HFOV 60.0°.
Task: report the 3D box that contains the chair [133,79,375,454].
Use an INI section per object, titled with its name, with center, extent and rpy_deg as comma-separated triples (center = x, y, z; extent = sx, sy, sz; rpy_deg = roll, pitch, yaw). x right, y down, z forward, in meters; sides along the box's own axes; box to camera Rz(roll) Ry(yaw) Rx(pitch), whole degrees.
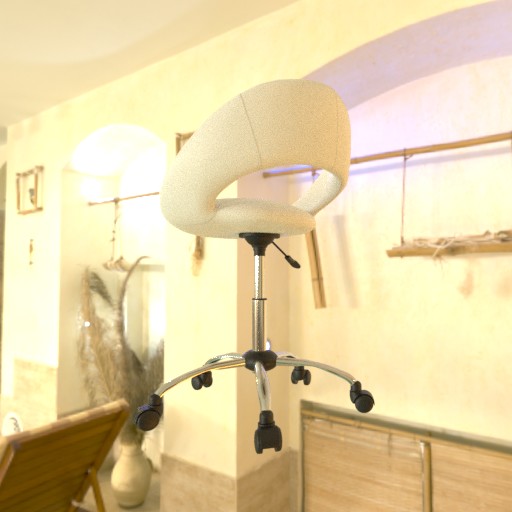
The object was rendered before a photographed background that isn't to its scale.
[chair]
center = 0.000, 0.000, 1.173
extent = 0.538, 0.791, 0.612
rpy_deg = -2, -3, 35
